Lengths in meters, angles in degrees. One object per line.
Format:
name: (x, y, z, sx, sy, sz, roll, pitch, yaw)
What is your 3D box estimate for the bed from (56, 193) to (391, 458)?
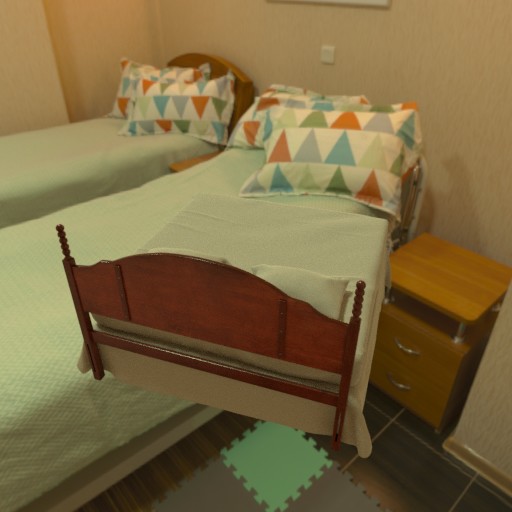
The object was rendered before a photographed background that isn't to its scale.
bed: (0.000, 0.000, 3.715, 2.322, 1.355, 2.219, 10, 34, 16)
